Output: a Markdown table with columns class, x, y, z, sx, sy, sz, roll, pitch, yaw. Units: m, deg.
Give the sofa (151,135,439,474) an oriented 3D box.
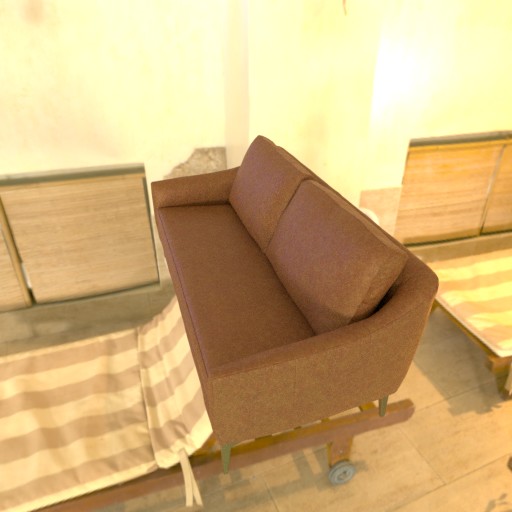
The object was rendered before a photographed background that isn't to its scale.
| class | x | y | z | sx | sy | sz | roll | pitch | yaw |
| --- | --- | --- | --- | --- | --- | --- | --- | --- | --- |
| sofa | 0.000 | 0.000 | 2.590 | 0.981 | 0.945 | 2.036 | -9 | 32 | -15 |
